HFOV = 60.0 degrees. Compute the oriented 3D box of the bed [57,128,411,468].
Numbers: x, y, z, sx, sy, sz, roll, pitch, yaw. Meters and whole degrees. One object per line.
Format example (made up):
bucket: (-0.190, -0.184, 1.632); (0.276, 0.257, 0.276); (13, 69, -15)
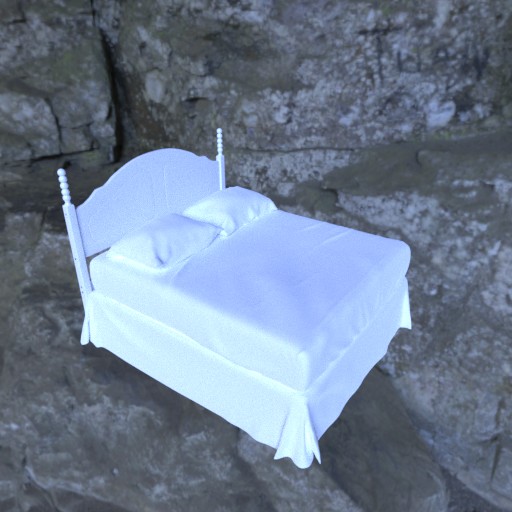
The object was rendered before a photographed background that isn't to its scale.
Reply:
bed: (0.000, 0.000, 3.260); (2.040, 1.356, 1.873); (18, 33, 31)
